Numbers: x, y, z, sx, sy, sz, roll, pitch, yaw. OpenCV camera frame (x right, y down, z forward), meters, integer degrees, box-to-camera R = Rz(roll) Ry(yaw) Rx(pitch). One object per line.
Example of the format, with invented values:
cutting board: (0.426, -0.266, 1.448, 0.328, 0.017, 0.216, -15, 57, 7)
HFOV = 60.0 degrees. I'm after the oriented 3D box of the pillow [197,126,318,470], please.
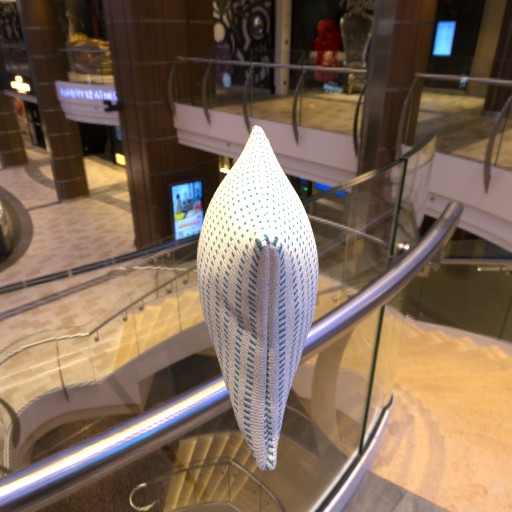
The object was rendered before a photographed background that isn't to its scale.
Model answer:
pillow: (0.000, 0.000, 0.811, 0.210, 0.353, 0.640, 0, 27, -1)
